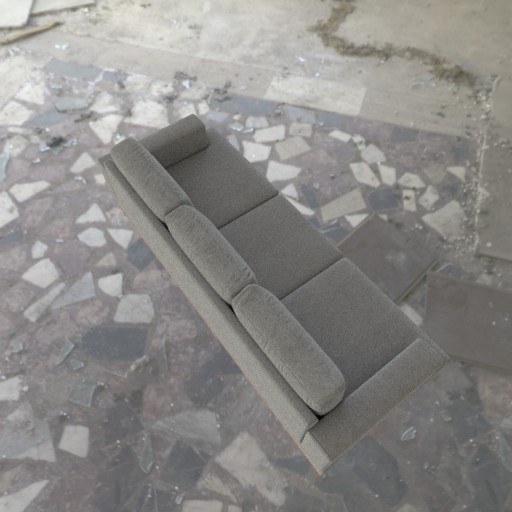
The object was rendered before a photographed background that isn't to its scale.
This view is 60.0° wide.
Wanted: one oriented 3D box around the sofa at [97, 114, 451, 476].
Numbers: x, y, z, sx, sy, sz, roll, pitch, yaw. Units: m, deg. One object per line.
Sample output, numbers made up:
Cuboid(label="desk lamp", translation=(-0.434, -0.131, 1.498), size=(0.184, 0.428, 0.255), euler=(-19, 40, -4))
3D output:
Cuboid(label="sofa", translation=(0.000, 0.000, 2.711), size=(0.920, 0.810, 2.310), euler=(-32, 63, -19))
